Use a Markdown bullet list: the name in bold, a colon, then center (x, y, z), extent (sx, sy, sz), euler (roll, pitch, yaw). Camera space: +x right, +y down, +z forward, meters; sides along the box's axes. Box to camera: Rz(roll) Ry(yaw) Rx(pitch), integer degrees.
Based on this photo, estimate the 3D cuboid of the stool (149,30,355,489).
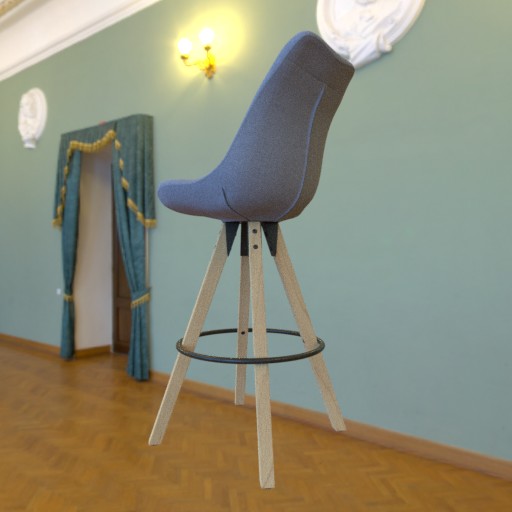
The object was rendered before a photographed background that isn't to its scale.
- **stool**: center (0.000, 0.000, 1.347), extent (0.550, 1.115, 0.485), euler (1, 1, 36)
